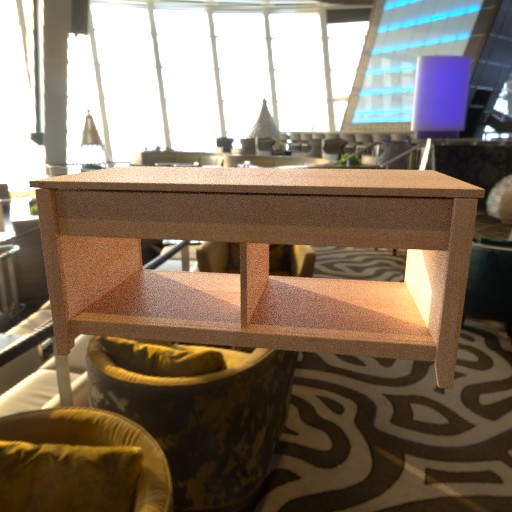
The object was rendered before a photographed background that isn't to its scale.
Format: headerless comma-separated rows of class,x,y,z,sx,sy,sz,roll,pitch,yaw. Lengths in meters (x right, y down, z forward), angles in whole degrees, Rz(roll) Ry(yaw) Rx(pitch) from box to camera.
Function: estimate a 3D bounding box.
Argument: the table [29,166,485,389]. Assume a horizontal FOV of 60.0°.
table,0.000,0.000,1.263,1.016,0.457,0.483,3,16,9
